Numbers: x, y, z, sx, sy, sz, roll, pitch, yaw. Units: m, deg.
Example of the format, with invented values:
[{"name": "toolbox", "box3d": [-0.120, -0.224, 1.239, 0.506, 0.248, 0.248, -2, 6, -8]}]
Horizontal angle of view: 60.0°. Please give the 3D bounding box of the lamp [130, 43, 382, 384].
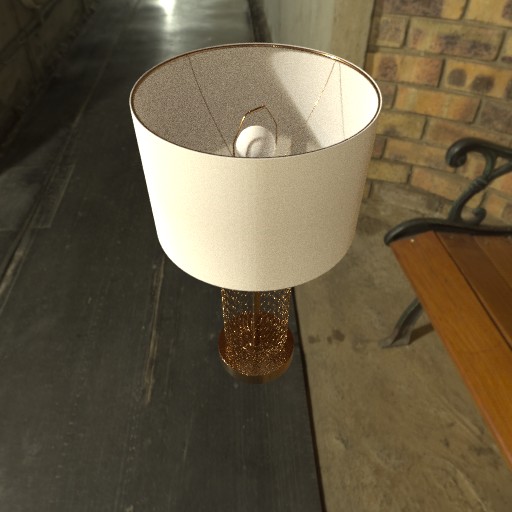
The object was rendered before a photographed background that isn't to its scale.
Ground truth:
[{"name": "lamp", "box3d": [0.000, 0.000, 0.622, 0.252, 0.483, 0.252, -32, 53, -27]}]
